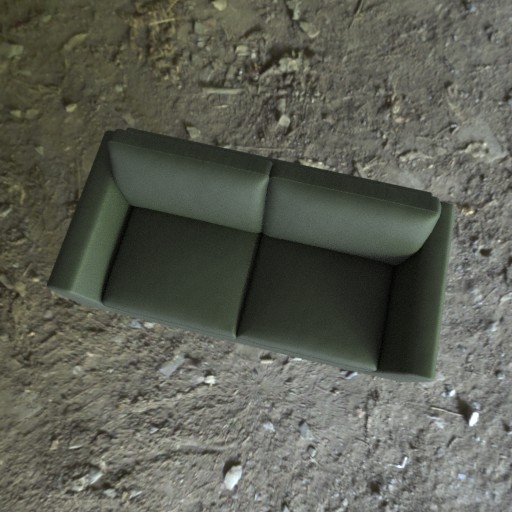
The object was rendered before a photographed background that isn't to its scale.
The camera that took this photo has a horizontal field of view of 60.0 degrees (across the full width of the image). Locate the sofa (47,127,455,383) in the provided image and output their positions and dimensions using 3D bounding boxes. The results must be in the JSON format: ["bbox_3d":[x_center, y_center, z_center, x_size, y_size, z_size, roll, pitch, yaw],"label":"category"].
[{"bbox_3d":[0.000,0.000,2.490,2.017,0.875,0.953,13,74,4],"label":"sofa"}]
